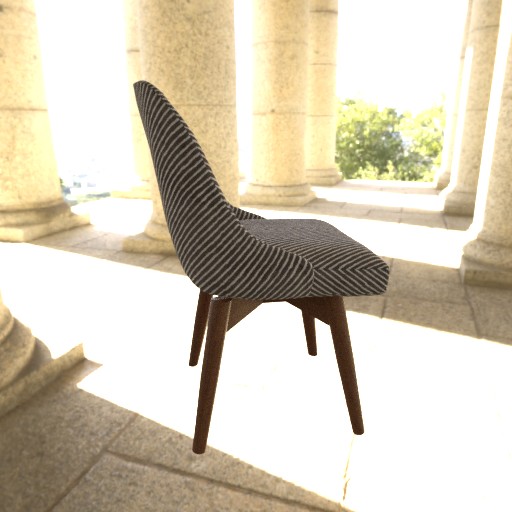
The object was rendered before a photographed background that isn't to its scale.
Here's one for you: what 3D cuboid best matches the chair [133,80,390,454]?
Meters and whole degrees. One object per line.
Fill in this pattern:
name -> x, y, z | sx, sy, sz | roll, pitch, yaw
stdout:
chair -> 0.000, 0.000, 1.224 | 0.591, 0.883, 0.504 | -3, 17, -9
